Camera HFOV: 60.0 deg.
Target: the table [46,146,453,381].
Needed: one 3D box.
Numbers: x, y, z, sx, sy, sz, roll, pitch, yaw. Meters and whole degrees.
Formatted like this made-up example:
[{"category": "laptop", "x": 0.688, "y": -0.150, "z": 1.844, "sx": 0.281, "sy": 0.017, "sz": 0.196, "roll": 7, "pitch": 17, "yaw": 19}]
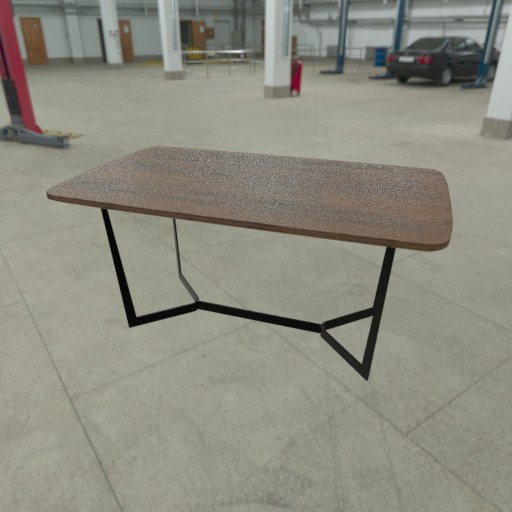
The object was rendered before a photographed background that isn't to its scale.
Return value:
[{"category": "table", "x": 0.000, "y": 0.000, "z": 2.181, "sx": 1.643, "sy": 0.765, "sz": 0.949, "roll": 9, "pitch": 28, "yaw": 17}]
